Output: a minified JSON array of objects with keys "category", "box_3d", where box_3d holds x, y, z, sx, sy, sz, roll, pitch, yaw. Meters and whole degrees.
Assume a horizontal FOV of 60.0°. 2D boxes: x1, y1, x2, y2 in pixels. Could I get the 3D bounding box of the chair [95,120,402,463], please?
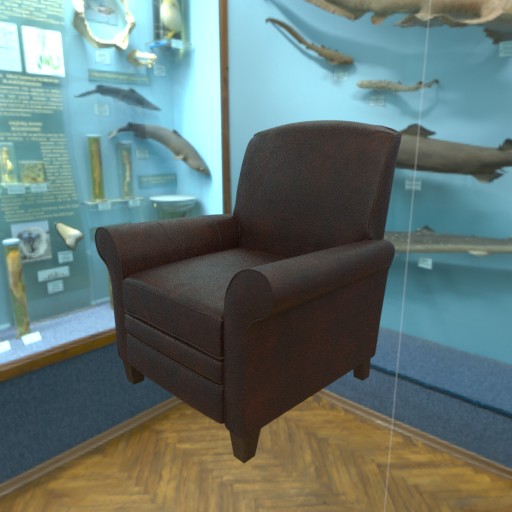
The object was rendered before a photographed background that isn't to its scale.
[{"category":"chair","box_3d":[0.000,0.000,1.774,0.978,1.061,0.902,14,20,43]}]
